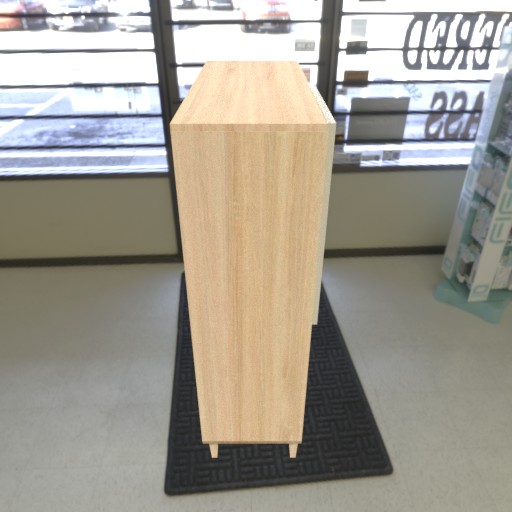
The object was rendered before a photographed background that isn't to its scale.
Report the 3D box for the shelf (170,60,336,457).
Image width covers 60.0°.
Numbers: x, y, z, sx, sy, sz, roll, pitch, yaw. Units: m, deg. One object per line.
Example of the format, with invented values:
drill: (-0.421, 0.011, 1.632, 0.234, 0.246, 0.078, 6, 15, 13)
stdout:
shelf: (0.000, 0.000, 1.898, 0.434, 1.405, 0.995, 0, 32, 0)
